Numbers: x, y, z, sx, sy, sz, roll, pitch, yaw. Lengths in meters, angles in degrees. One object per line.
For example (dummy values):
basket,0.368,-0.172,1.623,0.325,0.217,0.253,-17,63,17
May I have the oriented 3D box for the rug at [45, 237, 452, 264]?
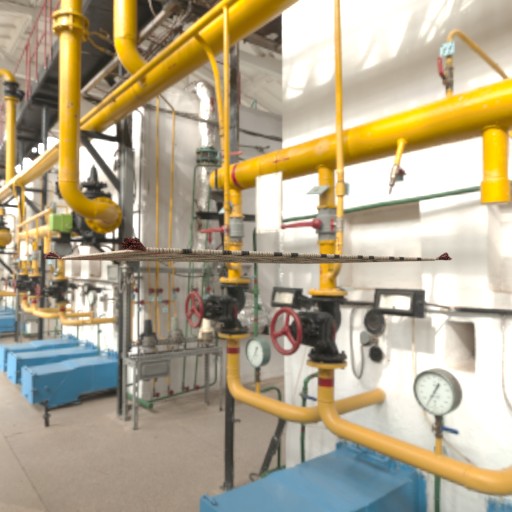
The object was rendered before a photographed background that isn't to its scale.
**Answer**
rug,0.000,0.000,3.383,2.672,0.066,1.741,2,-3,-37
